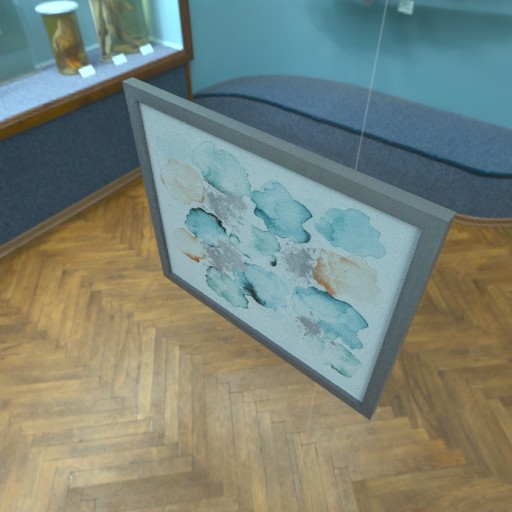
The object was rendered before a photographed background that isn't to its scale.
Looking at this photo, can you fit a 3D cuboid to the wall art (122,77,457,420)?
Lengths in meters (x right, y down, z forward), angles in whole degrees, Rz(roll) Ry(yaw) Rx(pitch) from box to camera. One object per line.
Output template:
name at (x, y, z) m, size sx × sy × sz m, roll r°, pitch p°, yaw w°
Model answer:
wall art at (0.000, 0.000, 0.916) m, size 0.660 × 0.558 × 0.026 m, roll 30°, pitch 52°, yaw 27°
